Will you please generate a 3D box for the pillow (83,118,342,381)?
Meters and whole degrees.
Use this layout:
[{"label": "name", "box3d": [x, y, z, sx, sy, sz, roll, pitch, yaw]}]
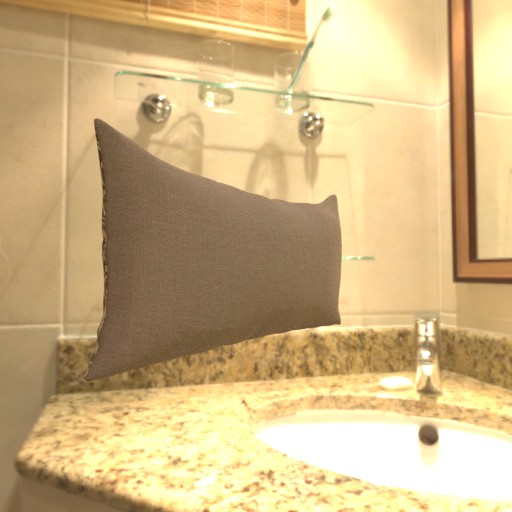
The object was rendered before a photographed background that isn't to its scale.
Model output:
[{"label": "pillow", "box3d": [0.000, 0.000, 0.736, 0.148, 0.290, 0.631, -1, -2, 36]}]
